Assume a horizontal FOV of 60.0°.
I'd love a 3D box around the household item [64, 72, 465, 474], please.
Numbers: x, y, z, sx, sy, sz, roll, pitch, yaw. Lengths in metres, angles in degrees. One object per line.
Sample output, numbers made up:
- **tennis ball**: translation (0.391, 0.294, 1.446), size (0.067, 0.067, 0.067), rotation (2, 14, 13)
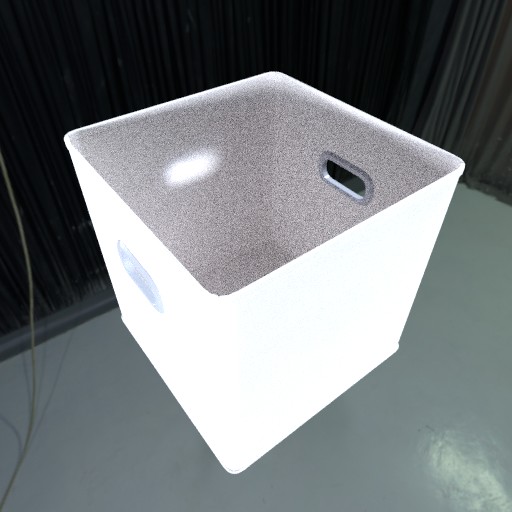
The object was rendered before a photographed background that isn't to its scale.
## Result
- **household item**: translation (0.000, 0.000, 0.559), size (0.305, 0.305, 0.305), rotation (-28, 50, -26)
